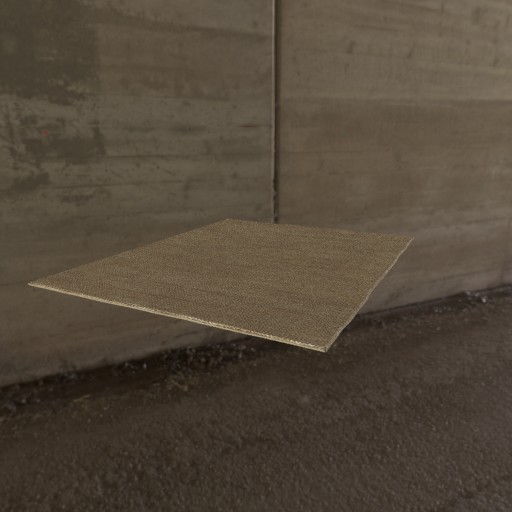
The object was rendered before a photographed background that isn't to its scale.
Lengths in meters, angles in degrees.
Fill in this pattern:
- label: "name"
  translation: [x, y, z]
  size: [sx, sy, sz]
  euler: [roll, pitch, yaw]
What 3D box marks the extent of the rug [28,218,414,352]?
- label: "rug"
  translation: [0.000, 0.000, 4.211]
  size: [2.429, 0.030, 3.052]
  euler: [8, 17, 26]
